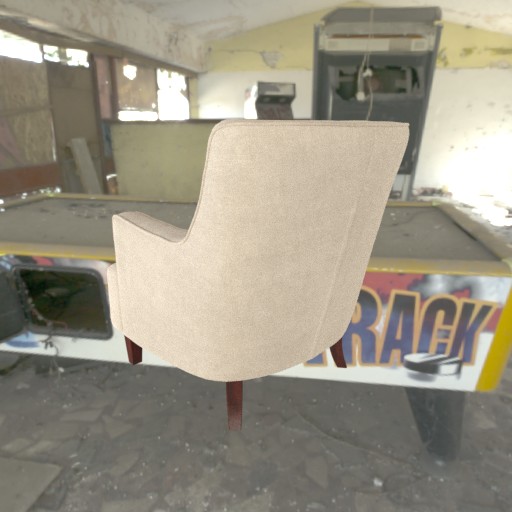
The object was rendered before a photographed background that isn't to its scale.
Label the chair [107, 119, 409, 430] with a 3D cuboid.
[{"bbox_3d":[0.000,0.000,1.580,0.781,0.920,0.910,-14,21,-41],"label":"chair"}]
